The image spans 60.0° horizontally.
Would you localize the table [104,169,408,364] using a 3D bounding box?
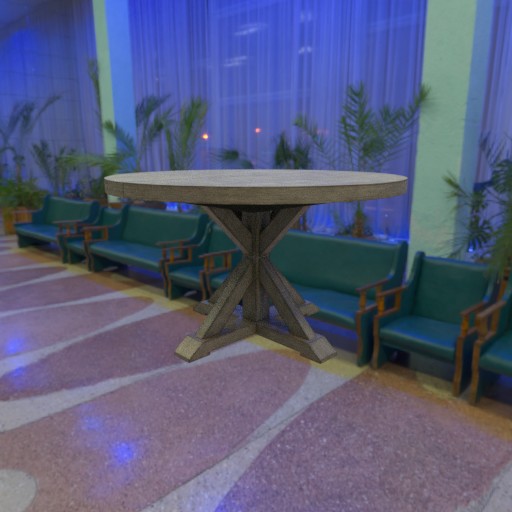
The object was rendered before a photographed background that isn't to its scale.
[{"bbox_3d":[0.000,0.000,2.179,1.363,0.781,1.363,0,13,0],"label":"table"}]
